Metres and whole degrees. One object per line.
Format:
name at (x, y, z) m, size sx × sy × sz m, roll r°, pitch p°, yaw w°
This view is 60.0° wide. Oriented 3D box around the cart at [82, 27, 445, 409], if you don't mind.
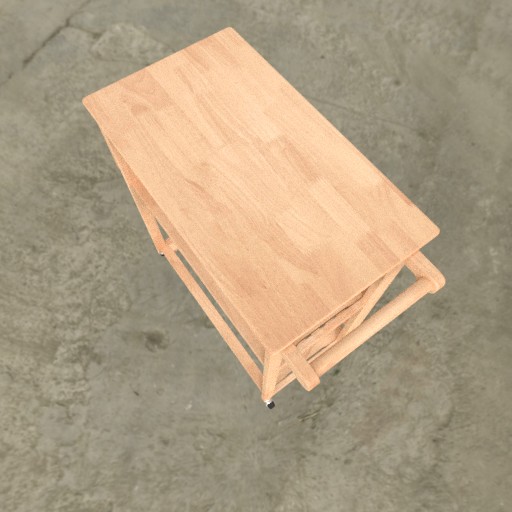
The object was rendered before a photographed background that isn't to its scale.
cart at (0.000, 0.000, 1.356) m, size 0.432 × 0.879 × 0.853 m, roll -33°, pitch 69°, yaw -15°
